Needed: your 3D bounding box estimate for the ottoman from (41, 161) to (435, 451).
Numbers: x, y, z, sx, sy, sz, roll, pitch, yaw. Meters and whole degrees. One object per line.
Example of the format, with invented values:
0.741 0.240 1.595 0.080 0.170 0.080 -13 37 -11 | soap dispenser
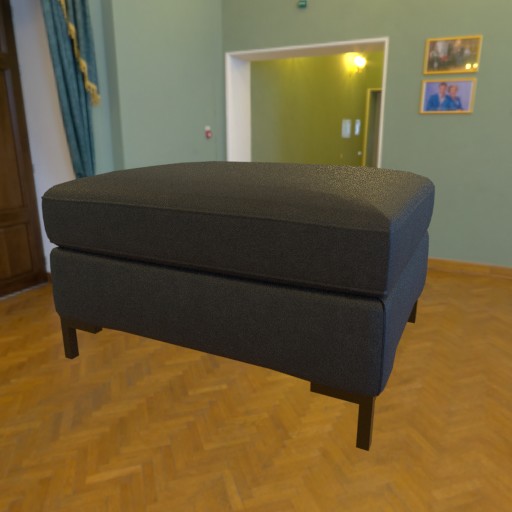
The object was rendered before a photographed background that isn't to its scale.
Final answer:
0.000 0.000 1.727 1.187 0.696 0.967 8 18 25 | ottoman
